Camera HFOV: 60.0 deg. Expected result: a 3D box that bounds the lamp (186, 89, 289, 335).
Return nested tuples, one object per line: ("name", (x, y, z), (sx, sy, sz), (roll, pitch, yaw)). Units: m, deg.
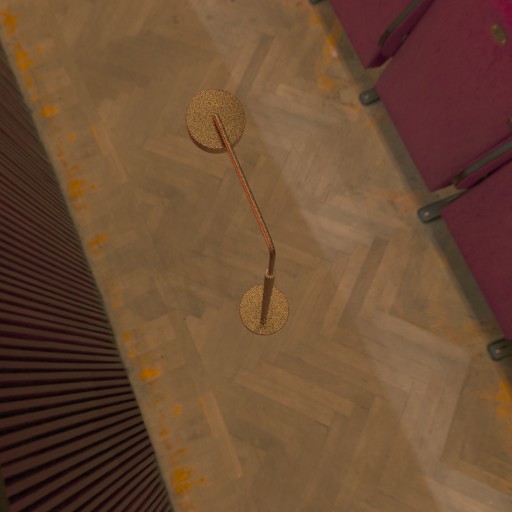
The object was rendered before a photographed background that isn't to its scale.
("lamp", (0.000, 0.000, 1.408), (0.219, 1.230, 0.418), (-20, 76, -5))
